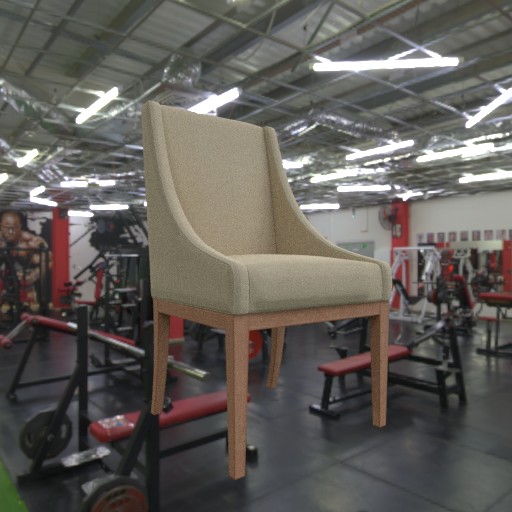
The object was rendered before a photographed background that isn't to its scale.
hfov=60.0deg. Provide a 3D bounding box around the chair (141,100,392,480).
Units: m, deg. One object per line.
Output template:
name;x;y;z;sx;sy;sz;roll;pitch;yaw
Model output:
chair;0.000;0.000;1.404;0.575;1.021;0.611;0;0;-37
